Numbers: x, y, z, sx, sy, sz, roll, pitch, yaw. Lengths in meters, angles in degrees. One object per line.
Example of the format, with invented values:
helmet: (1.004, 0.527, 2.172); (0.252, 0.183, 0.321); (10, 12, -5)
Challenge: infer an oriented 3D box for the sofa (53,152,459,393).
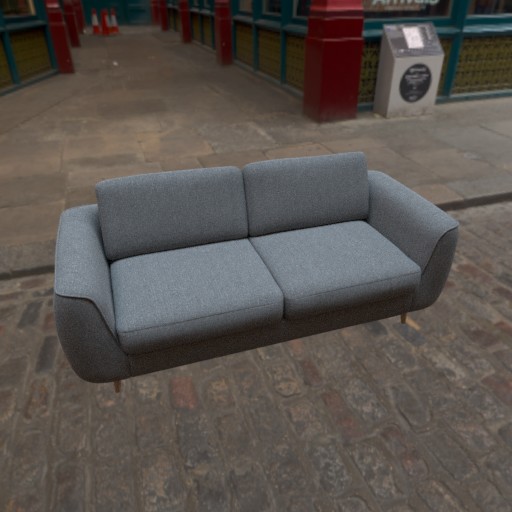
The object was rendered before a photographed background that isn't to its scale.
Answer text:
sofa: (0.000, 0.000, 2.426); (2.000, 0.870, 0.920); (-10, 33, -16)
